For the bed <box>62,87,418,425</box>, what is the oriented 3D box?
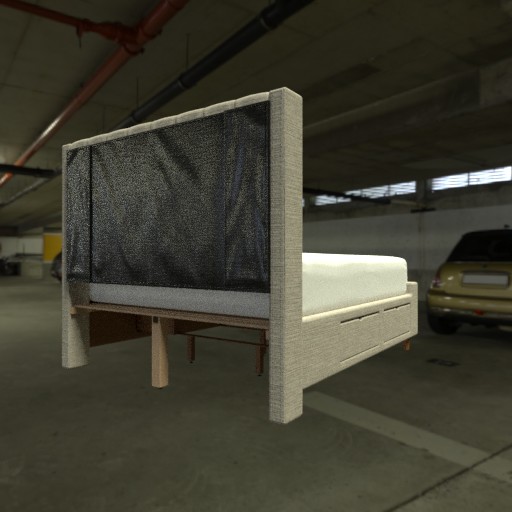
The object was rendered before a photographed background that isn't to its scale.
[{"bbox_3d":[0.000,0.000,3.797,2.044,1.748,2.372,0,0,36],"label":"bed"}]
